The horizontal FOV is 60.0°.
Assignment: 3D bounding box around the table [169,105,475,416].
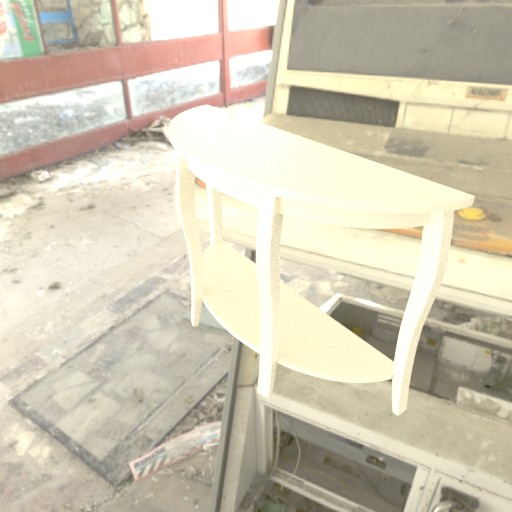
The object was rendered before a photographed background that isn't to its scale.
[{"bbox_3d":[0.000,0.000,1.575,0.394,0.780,1.219,-21,37,-31],"label":"table"}]
